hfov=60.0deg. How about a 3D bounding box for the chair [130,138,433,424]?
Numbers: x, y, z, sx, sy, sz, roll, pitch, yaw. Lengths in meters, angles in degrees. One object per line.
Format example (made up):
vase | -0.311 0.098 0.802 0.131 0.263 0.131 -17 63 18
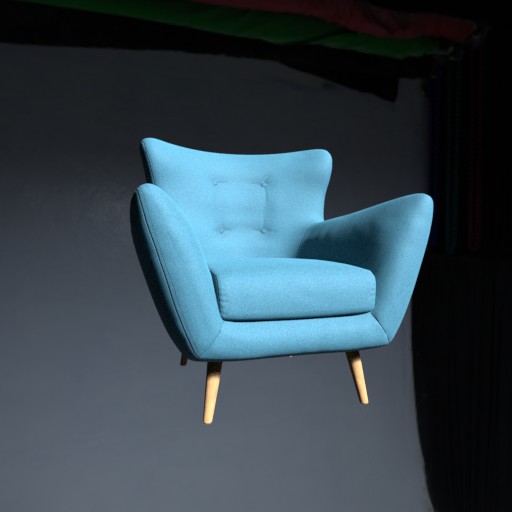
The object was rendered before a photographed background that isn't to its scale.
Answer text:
chair | 0.000 0.000 1.598 0.890 0.889 0.889 -1 2 -17
